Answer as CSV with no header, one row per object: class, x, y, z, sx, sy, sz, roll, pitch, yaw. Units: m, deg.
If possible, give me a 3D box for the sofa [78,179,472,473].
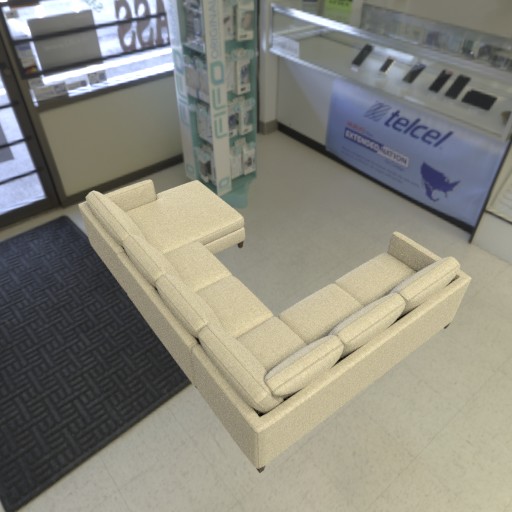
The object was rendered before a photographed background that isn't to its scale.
sofa,0.000,0.000,4.717,2.551,0.889,3.403,-27,48,-27
